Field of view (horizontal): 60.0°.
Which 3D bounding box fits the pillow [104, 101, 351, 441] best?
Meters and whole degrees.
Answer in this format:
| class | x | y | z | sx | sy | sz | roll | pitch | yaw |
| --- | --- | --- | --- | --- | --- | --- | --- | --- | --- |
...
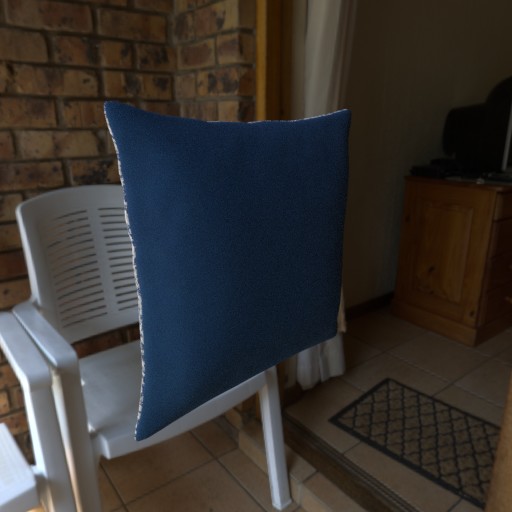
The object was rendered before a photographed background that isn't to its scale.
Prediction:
| class | x | y | z | sx | sy | sz | roll | pitch | yaw |
| --- | --- | --- | --- | --- | --- | --- | --- | --- | --- |
| pillow | 0.000 | 0.000 | 0.795 | 0.523 | 0.510 | 0.166 | -15 | 23 | -41 |
